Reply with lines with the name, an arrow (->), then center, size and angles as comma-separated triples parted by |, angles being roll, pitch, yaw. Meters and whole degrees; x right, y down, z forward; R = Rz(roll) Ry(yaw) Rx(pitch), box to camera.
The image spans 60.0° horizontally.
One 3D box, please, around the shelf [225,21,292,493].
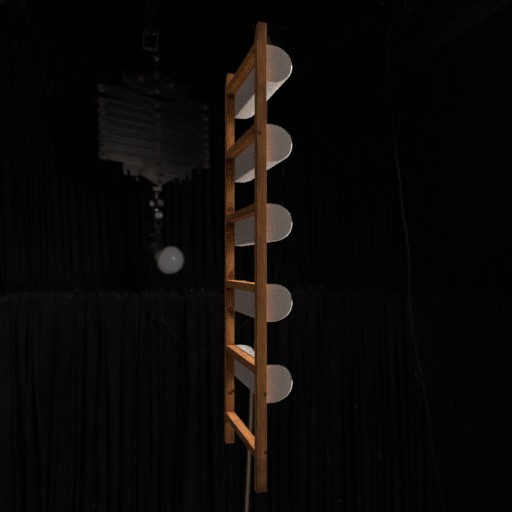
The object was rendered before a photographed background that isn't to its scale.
shelf -> 0.000, 0.000, 1.740 | 0.141, 1.600, 0.454 | 0, -1, -18
